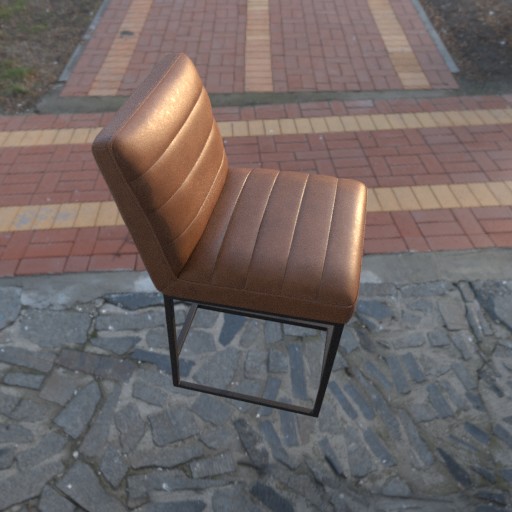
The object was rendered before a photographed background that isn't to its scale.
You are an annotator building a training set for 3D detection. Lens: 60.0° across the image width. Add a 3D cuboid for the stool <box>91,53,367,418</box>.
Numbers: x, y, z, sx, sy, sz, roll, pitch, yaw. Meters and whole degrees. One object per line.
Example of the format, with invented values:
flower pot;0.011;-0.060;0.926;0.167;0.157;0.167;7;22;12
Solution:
stool;0.000;0.000;1.250;0.556;0.940;0.458;10;48;9
